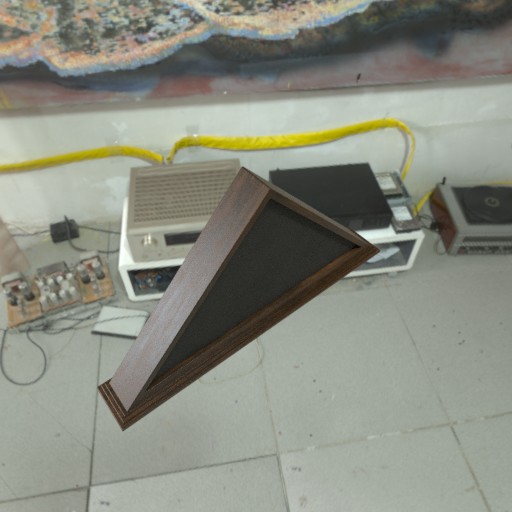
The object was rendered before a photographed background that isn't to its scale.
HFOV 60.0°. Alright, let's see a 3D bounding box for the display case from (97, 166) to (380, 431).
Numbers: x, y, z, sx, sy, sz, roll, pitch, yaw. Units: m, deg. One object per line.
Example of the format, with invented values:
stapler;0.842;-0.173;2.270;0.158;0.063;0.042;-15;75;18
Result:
display case;0.000;0.000;0.763;0.640;0.340;0.095;-31;55;-25
